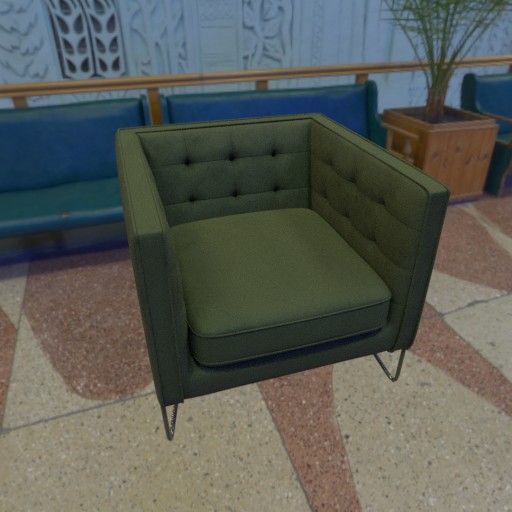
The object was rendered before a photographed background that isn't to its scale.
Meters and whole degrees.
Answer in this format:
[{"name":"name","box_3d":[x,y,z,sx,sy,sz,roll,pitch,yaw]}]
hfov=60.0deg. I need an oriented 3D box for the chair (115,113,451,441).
[{"name":"chair","box_3d":[0.000,0.000,1.641,0.880,0.790,0.894,-9,33,-15]}]
